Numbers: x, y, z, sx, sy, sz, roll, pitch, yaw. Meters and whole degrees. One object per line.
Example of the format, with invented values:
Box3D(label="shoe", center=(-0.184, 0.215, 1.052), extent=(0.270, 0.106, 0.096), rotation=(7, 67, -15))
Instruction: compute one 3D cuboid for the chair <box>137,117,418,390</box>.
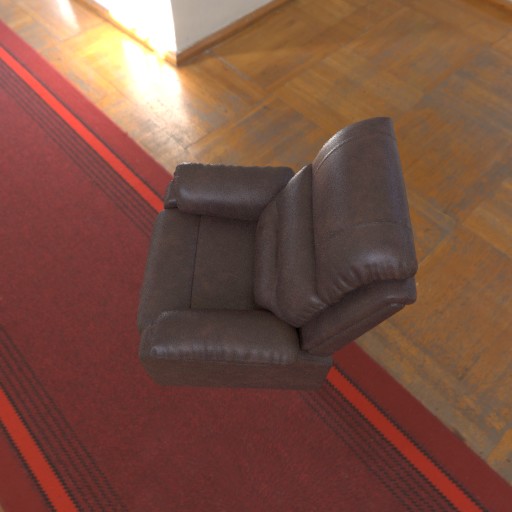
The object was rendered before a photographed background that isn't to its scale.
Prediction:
Box3D(label="chair", center=(0.000, 0.000, 1.704), extent=(0.919, 0.992, 0.855), rotation=(1, 60, 1))
